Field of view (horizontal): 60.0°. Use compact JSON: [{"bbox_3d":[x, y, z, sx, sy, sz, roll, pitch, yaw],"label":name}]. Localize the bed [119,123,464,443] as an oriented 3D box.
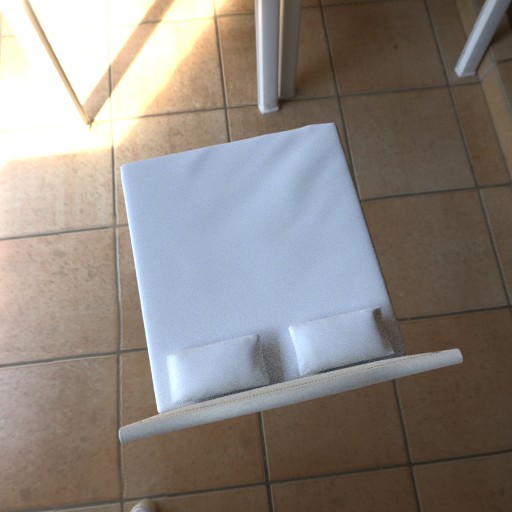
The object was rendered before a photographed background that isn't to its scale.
[{"bbox_3d":[0.000,0.000,3.459,2.083,1.421,2.182,-12,75,-3],"label":"bed"}]
